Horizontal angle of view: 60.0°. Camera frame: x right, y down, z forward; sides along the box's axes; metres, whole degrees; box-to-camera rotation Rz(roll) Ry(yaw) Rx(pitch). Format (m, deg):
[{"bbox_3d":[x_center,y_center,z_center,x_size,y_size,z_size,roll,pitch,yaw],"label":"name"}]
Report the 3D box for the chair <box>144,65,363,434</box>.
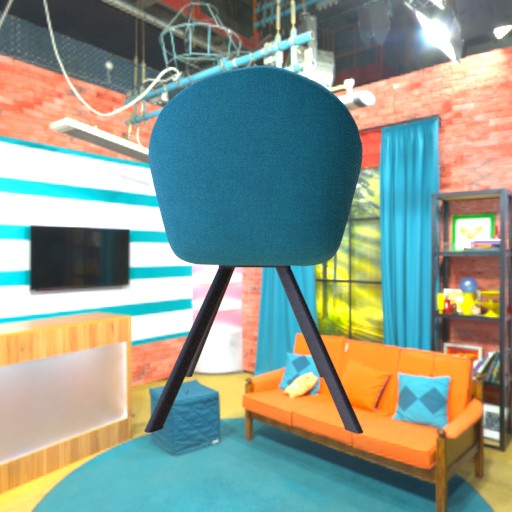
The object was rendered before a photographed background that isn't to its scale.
[{"bbox_3d":[0.000,0.000,1.169,0.545,0.775,0.565,0,0,1],"label":"chair"}]
